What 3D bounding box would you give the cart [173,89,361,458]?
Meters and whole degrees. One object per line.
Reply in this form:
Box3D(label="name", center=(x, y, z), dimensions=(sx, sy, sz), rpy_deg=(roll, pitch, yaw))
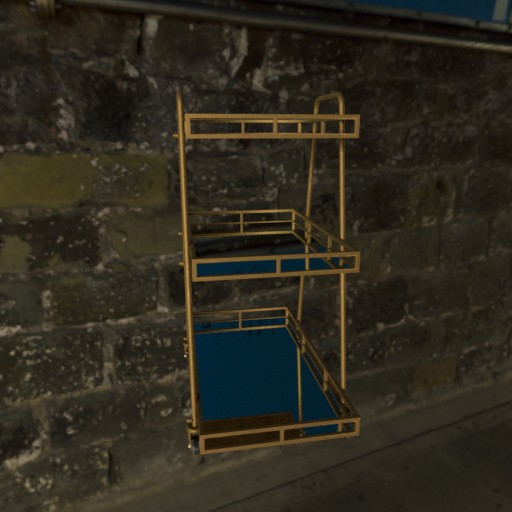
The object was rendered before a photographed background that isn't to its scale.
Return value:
Box3D(label="cart", center=(0.000, 0.000, 1.276), dimensions=(0.441, 0.883, 0.711), rpy_deg=(-3, 16, -10))
